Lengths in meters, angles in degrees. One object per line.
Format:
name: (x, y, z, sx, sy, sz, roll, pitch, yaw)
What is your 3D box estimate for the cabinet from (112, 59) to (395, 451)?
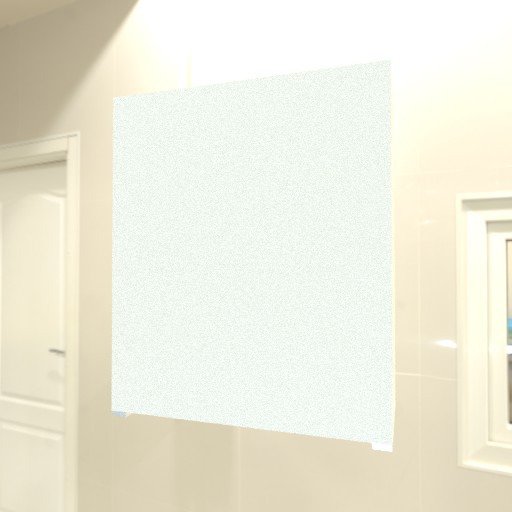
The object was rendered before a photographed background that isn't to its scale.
cabinet: (0.000, 0.000, 1.689, 1.000, 1.190, 0.400, 0, -1, 19)
